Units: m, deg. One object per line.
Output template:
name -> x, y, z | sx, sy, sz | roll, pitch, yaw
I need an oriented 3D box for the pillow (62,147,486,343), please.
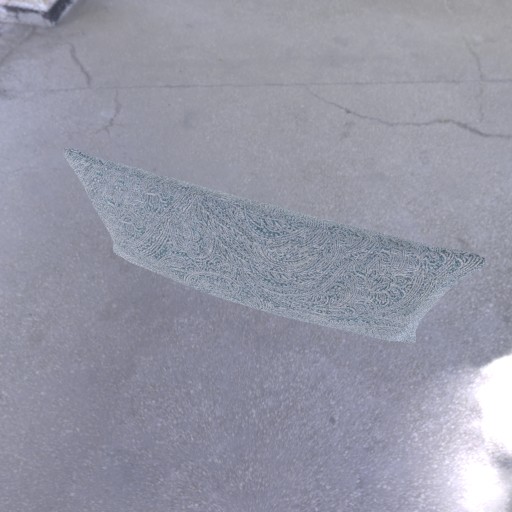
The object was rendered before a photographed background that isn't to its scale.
pillow -> 0.000, 0.000, 0.734 | 0.615, 0.295, 0.151 | 16, 59, 10
